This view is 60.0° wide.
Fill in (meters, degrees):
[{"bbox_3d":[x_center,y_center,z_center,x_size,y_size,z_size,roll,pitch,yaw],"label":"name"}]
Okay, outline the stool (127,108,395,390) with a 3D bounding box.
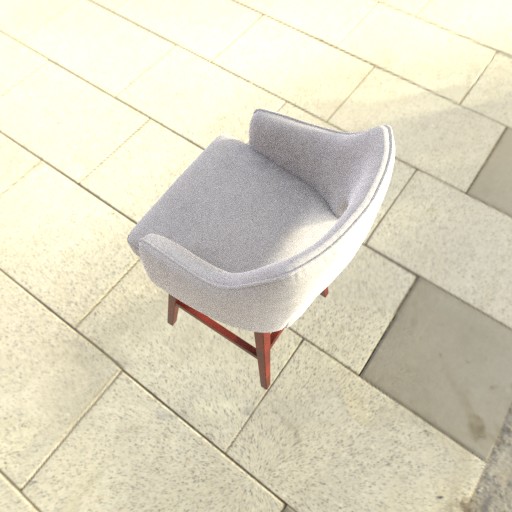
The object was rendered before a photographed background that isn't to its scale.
[{"bbox_3d":[0.000,0.000,1.355,0.558,1.012,0.548,31,67,14],"label":"stool"}]
